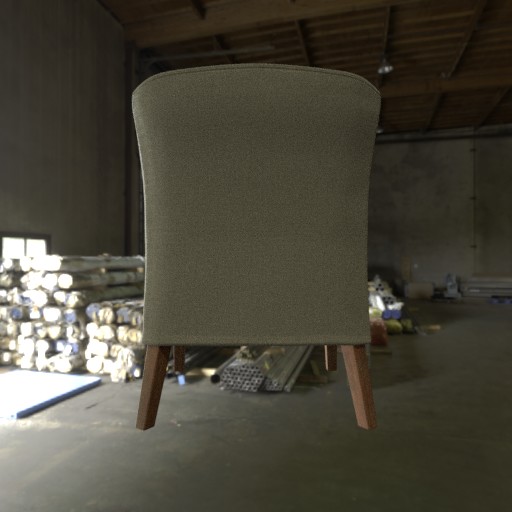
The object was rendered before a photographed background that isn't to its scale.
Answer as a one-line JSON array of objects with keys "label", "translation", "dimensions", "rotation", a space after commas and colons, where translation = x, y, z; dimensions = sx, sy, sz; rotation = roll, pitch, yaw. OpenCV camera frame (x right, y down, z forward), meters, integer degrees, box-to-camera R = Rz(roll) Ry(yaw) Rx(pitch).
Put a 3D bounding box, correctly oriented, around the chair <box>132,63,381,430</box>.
[{"label": "chair", "translation": [0.000, 0.000, 1.211], "dimensions": [0.600, 0.771, 0.668], "rotation": [0, 0, 0]}]
